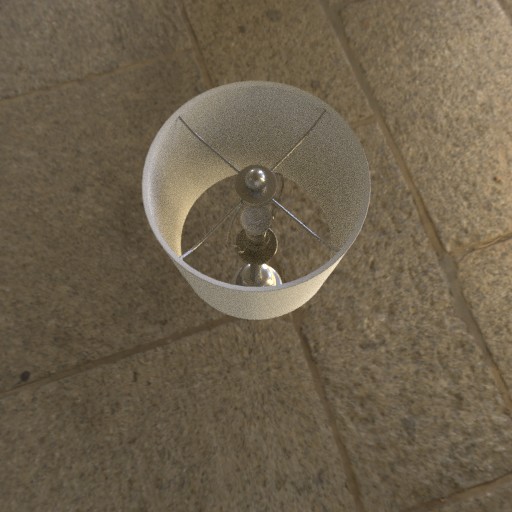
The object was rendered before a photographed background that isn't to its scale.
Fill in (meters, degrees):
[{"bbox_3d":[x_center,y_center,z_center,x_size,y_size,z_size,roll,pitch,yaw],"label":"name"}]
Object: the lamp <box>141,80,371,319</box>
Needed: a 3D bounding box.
[{"bbox_3d":[0.000,0.000,0.812,0.254,0.690,0.254,41,79,10],"label":"lamp"}]
